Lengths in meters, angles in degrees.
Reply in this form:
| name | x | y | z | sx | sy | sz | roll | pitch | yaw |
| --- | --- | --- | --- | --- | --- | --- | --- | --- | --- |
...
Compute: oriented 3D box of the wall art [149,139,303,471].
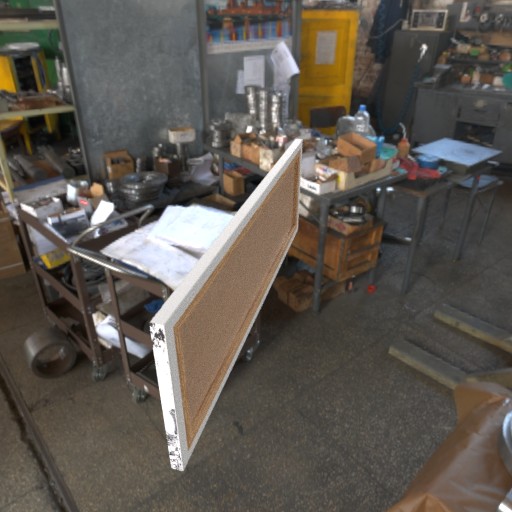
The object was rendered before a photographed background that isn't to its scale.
| name | x | y | z | sx | sy | sz | roll | pitch | yaw |
| --- | --- | --- | --- | --- | --- | --- | --- | --- | --- |
| wall art | 0.000 | 0.000 | 1.717 | 0.039 | 0.507 | 1.520 | 8 | 31 | 14 |
